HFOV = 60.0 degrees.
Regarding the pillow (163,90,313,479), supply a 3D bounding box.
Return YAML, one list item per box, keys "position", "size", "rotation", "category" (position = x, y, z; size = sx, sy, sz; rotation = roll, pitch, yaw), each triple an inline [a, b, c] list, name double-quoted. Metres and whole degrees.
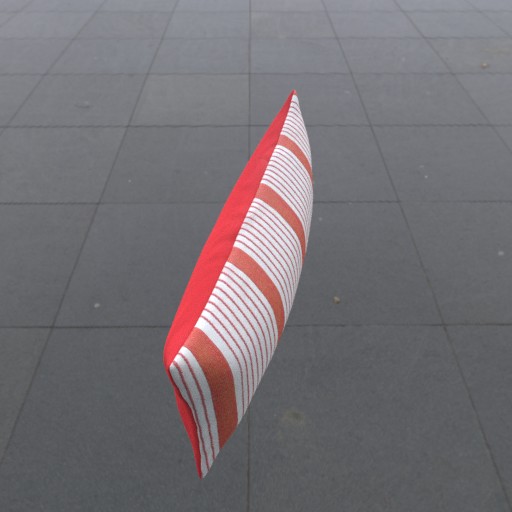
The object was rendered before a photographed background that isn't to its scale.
- position: [0.000, 0.000, 0.720]
  size: [0.151, 0.297, 0.608]
  rotation: [10, 46, 10]
  category: "pillow"
